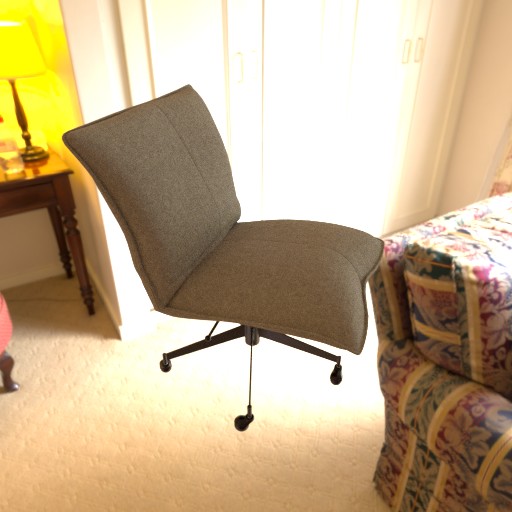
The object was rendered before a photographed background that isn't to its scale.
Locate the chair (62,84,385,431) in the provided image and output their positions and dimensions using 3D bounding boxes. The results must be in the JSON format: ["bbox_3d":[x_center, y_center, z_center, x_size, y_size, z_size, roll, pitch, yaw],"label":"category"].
[{"bbox_3d":[0.000,0.000,1.277,0.696,0.811,0.597,11,32,17],"label":"chair"}]
